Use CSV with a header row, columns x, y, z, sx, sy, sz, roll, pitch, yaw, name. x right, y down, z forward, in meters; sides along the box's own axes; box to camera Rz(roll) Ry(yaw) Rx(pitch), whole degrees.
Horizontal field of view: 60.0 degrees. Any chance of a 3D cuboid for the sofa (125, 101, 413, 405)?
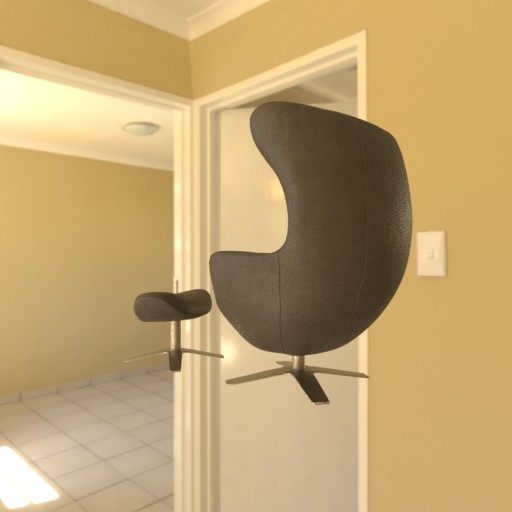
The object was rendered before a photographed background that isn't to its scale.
x,y,z,sx,sy,sz,roll,pitch,yaw,name
0.000,0.000,2.148,1.444,1.135,0.894,0,1,35,sofa
